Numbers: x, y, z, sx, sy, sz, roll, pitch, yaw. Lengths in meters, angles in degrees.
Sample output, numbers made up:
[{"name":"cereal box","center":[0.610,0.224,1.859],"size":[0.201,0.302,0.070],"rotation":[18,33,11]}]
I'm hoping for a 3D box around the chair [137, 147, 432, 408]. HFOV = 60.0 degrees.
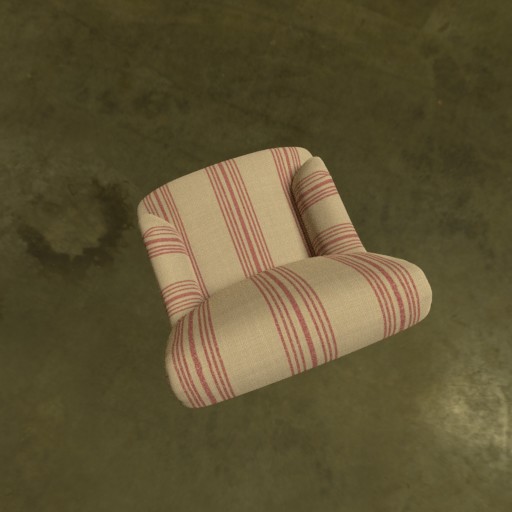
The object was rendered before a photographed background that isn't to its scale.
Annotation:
[{"name":"chair","center":[0.000,0.000,1.970],"size":[0.933,1.123,1.058],"rotation":[-20,75,-6]}]
